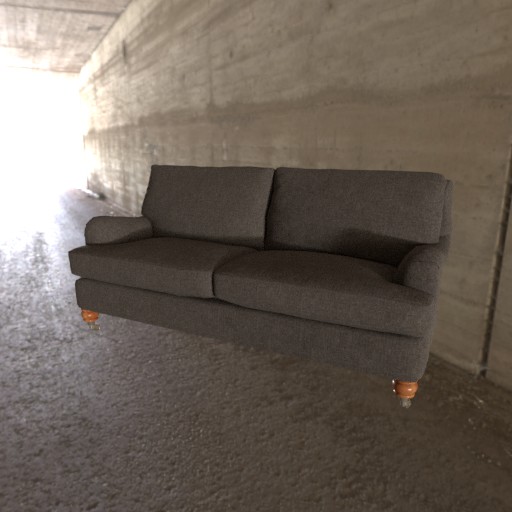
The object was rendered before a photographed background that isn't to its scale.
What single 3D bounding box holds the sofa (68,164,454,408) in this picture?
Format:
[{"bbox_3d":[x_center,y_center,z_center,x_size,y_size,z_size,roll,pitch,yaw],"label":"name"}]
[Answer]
[{"bbox_3d":[0.000,0.000,2.736,2.160,1.054,1.087,7,16,26],"label":"sofa"}]
